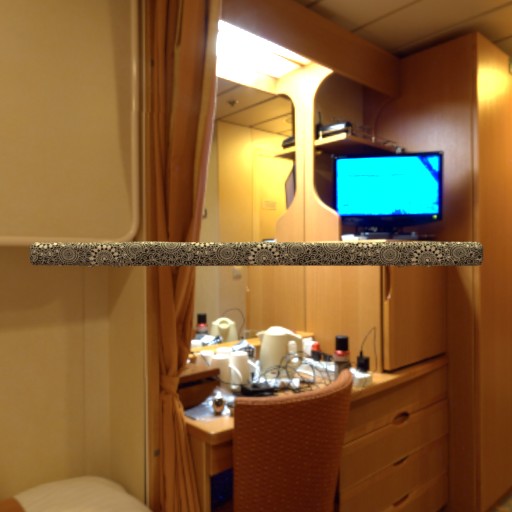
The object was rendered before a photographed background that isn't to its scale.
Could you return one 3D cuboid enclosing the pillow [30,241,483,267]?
[{"bbox_3d":[0.000,0.000,1.348,1.187,0.081,0.492,0,0,2],"label":"pillow"}]
